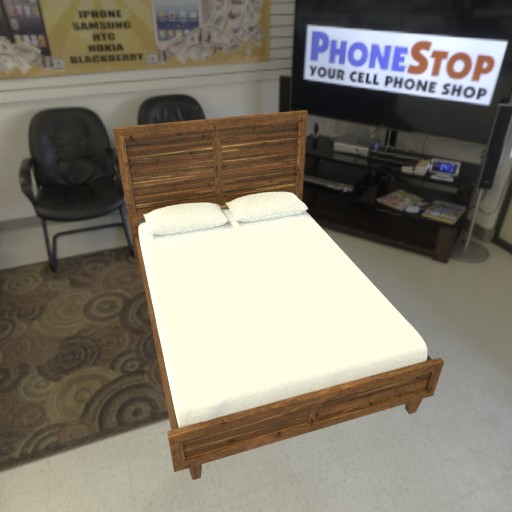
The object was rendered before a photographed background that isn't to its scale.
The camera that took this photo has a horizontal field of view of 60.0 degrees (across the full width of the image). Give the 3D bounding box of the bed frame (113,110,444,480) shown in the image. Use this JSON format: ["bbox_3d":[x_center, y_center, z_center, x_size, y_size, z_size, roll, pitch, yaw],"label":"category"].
[{"bbox_3d":[0.000,0.000,3.281,1.696,1.417,2.276,-10,34,-15],"label":"bed frame"}]
